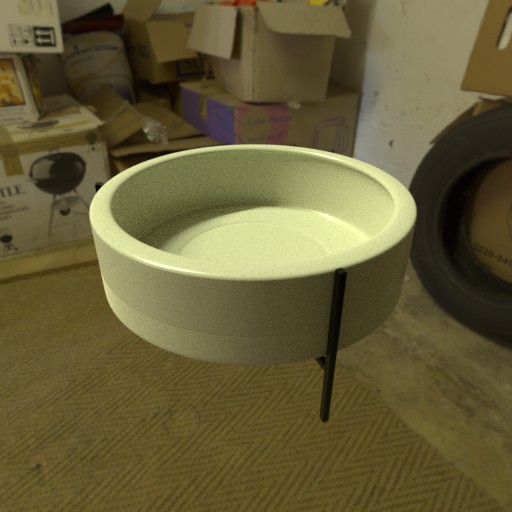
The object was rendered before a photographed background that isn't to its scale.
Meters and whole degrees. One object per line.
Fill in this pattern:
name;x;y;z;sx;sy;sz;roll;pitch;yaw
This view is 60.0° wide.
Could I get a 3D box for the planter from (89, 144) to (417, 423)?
planter;0.000;0.000;0.520;0.336;0.171;0.345;21;37;31
